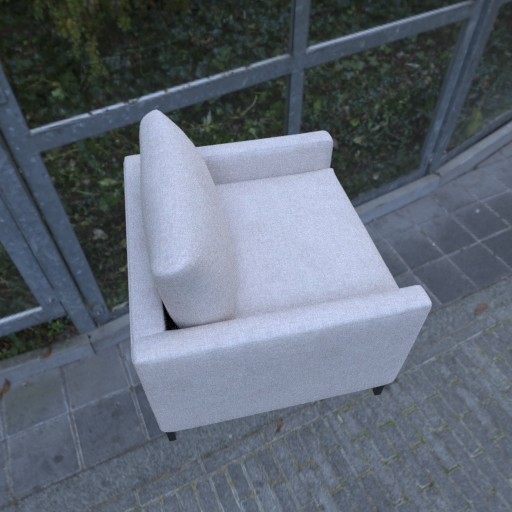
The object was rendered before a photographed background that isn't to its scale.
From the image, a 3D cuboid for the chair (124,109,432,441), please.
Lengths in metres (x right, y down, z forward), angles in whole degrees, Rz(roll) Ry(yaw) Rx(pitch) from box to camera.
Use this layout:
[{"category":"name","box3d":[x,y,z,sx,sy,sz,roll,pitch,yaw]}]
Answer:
[{"category":"chair","box3d":[0.000,0.000,1.641,0.866,0.861,0.963,-9,48,-9]}]
